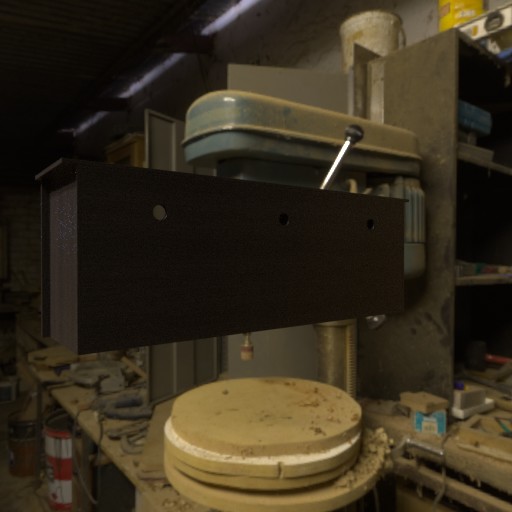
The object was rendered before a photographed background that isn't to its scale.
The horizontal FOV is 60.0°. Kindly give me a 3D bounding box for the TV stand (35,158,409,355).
[{"bbox_3d":[0.000,0.000,2.046,1.778,0.610,0.406,0,1,-37],"label":"TV stand"}]
